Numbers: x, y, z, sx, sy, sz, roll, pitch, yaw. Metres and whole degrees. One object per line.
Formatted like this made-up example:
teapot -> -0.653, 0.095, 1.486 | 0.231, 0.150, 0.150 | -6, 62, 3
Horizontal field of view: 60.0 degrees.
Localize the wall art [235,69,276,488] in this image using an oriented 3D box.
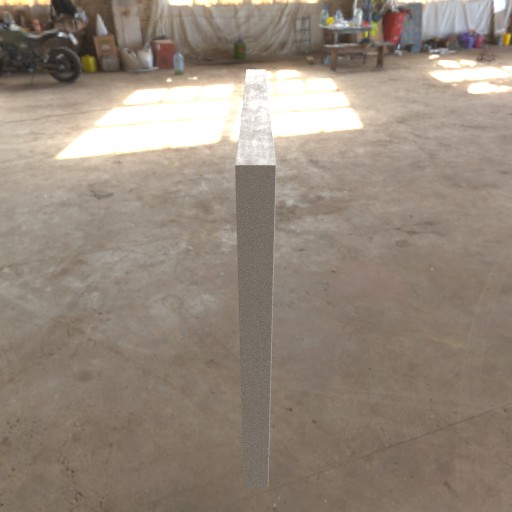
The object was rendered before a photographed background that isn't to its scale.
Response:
wall art -> 0.000, 0.000, 0.749 | 0.037, 0.508, 0.508 | 0, 32, 0
